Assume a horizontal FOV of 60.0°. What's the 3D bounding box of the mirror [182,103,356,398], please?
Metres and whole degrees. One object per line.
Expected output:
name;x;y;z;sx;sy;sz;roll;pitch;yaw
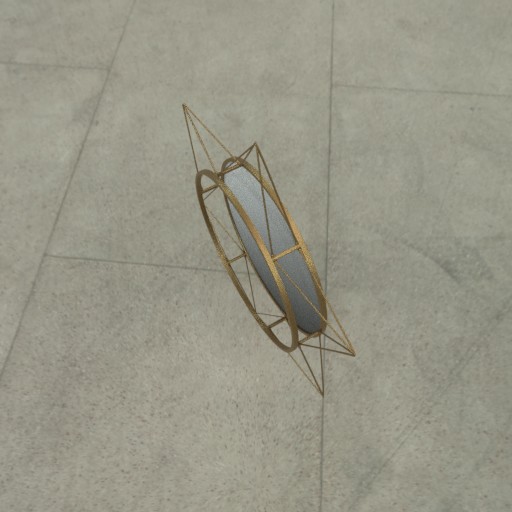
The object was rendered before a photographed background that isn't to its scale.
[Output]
mirror;0.000;0.000;0.780;0.062;0.581;0.498;-27;66;-13
